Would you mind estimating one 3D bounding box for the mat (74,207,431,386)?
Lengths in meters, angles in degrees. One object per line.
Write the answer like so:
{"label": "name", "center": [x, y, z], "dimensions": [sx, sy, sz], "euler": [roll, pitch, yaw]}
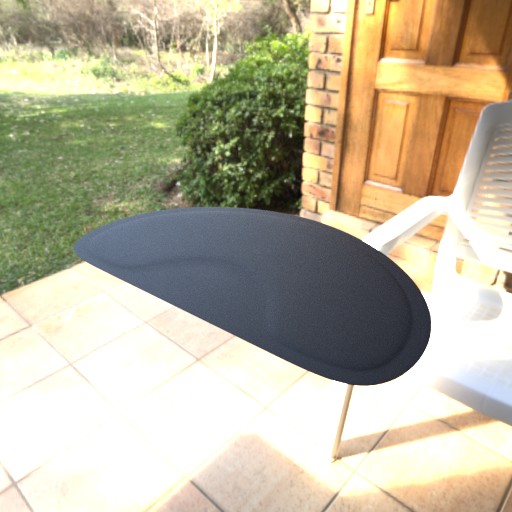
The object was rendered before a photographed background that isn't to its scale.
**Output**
{"label": "mat", "center": [0.000, 0.000, 1.854], "dimensions": [1.524, 0.013, 0.913], "euler": [20, 35, 31]}
